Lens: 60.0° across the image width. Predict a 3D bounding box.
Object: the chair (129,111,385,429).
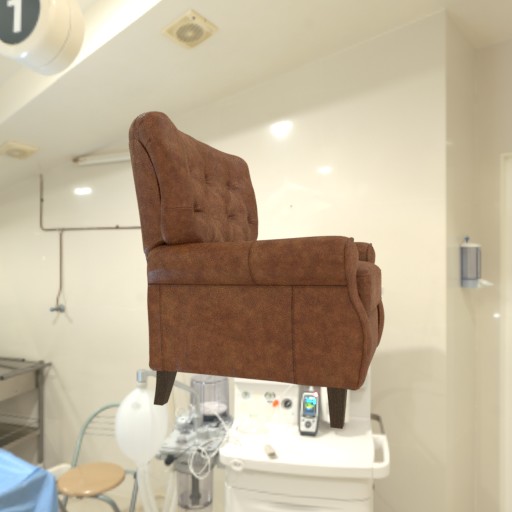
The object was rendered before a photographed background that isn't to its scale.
[{"bbox_3d":[0.000,0.000,1.969,1.059,1.164,0.951,0,0,20],"label":"chair"}]
